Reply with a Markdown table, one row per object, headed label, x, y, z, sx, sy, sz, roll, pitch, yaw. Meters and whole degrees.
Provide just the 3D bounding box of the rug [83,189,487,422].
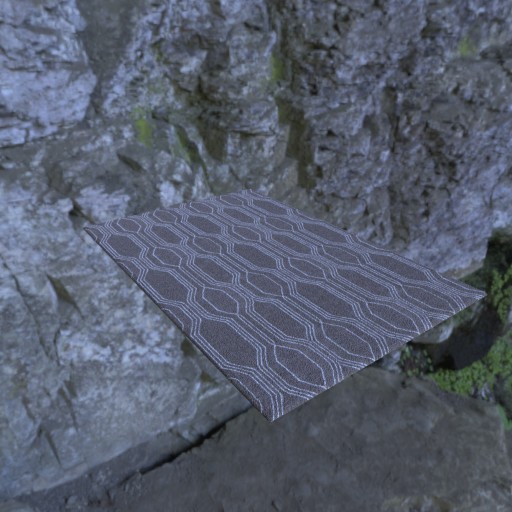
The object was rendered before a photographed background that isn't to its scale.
| label | x | y | z | sx | sy | sz | roll | pitch | yaw |
| --- | --- | --- | --- | --- | --- | --- | --- | --- | --- |
| rug | 0.000 | 0.000 | 2.325 | 1.239 | 0.012 | 1.836 | -18 | 32 | -32 |
